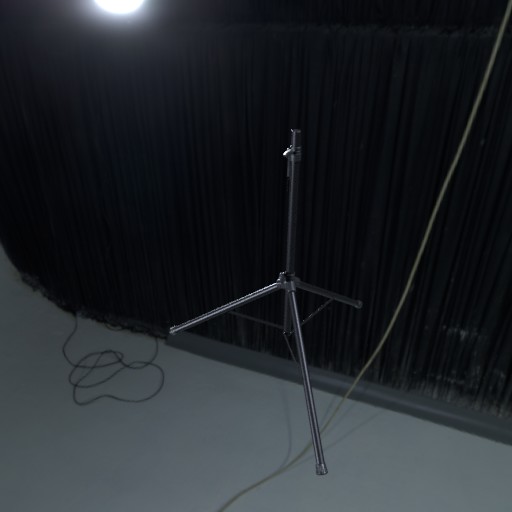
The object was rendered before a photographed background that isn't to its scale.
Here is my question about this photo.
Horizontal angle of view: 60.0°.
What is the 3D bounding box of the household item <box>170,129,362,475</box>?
[{"bbox_3d":[0.000,0.000,2.755,1.339,1.595,1.596,10,32,17],"label":"household item"}]
